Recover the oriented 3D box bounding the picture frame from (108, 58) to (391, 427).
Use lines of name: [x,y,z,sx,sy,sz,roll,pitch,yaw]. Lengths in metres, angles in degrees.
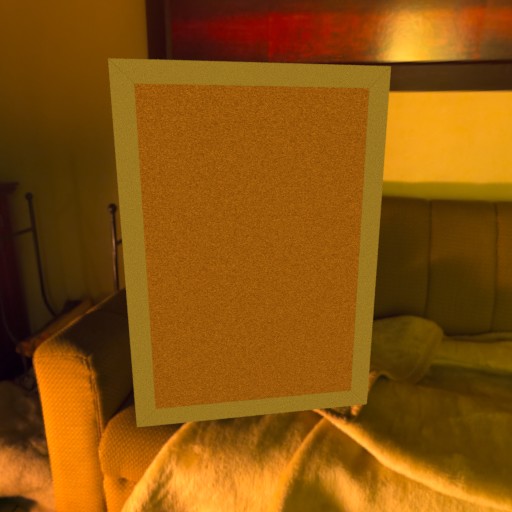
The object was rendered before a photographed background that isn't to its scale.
picture frame: [0.000,0.000,0.568,0.326,0.459,0.011,-2,15,-9]
